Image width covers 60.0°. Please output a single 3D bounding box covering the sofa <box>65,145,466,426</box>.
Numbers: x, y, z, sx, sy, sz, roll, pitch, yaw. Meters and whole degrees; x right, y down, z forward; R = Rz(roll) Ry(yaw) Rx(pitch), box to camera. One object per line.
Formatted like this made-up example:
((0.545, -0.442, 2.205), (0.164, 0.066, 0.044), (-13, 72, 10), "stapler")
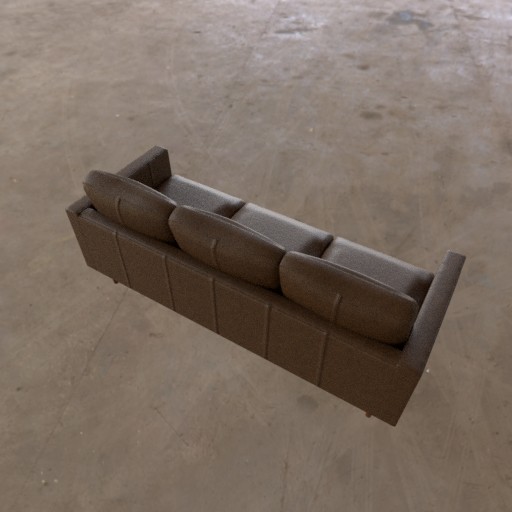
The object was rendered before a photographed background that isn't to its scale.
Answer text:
((0.000, 0.000, 2.764), (2.231, 0.930, 0.903), (23, 50, 21), "sofa")
